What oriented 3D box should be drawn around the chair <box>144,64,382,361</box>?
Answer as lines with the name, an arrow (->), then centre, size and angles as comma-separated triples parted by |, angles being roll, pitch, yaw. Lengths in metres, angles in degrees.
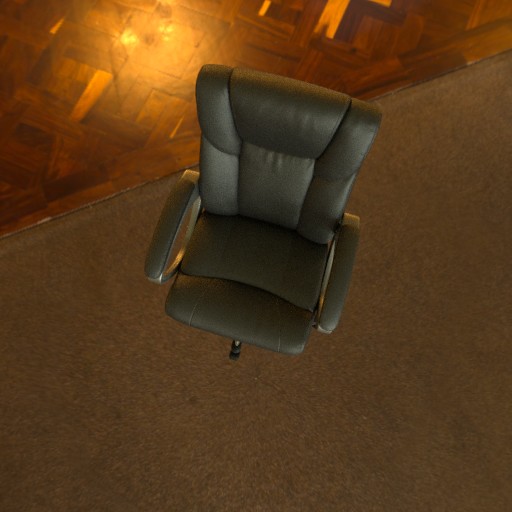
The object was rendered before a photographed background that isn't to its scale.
chair -> 0.000, 0.000, 1.600 | 0.721, 1.130, 0.719 | 17, 75, 5
